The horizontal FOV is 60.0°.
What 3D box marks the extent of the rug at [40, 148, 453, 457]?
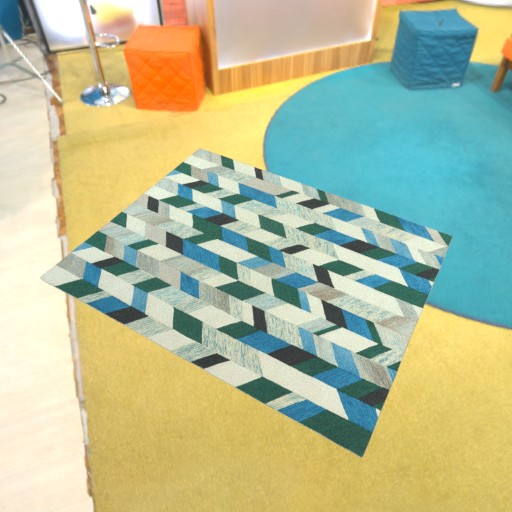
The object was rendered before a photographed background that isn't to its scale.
[{"bbox_3d":[0.000,0.000,4.120,3.036,0.008,2.440,23,50,21],"label":"rug"}]
